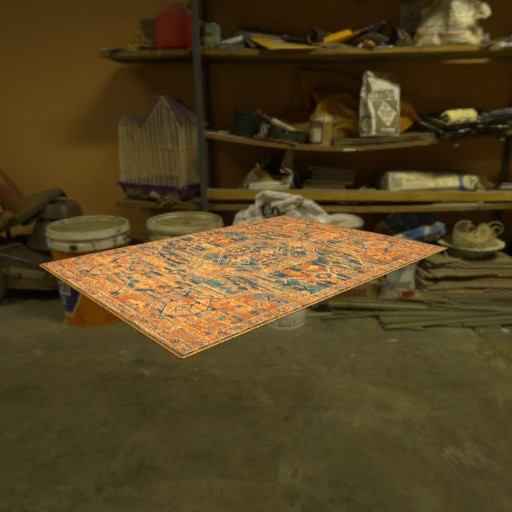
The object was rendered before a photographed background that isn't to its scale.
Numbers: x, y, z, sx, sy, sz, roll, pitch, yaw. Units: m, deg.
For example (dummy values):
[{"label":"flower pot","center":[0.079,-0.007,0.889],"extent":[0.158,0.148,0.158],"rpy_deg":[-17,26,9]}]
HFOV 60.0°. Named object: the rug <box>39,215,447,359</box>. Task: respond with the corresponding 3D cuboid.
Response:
[{"label":"rug","center":[0.000,0.000,3.830],"extent":[2.916,0.019,2.043],"rpy_deg":[-15,23,-41]}]
